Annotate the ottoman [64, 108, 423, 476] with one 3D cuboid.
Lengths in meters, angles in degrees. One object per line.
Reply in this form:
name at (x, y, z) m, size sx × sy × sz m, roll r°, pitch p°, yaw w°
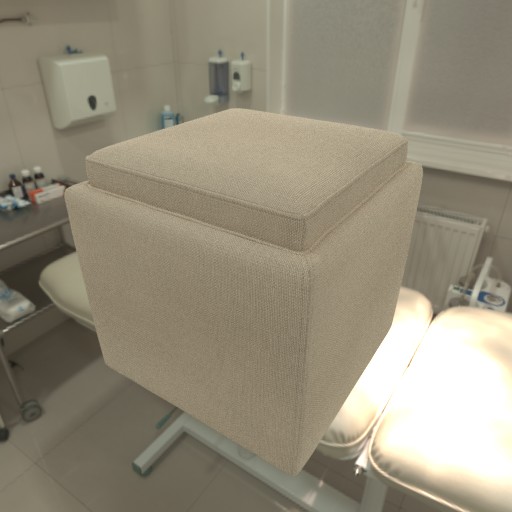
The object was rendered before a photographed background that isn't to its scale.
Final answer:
ottoman at (0.000, 0.000, 0.818) m, size 0.451 × 0.460 × 0.450 m, roll 19°, pitch 35°, yaw 29°
